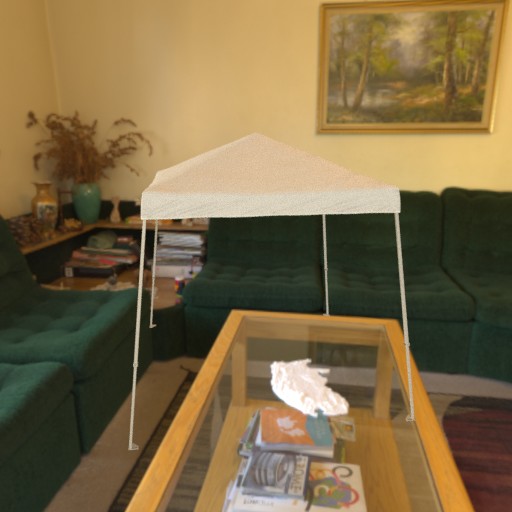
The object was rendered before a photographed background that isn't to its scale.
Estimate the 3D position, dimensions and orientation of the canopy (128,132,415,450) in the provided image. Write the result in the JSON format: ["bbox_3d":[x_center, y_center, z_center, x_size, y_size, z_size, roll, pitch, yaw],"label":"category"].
[{"bbox_3d":[0.000,0.000,6.712,3.600,3.600,3.599,-2,15,-9],"label":"canopy"}]
